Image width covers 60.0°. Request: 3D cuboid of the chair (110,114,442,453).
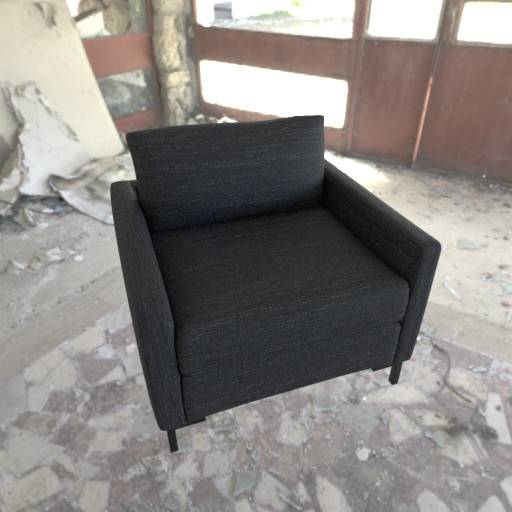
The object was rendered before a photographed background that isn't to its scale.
[{"bbox_3d":[0.000,0.000,1.658,0.963,0.861,0.866,-11,34,-16],"label":"chair"}]
